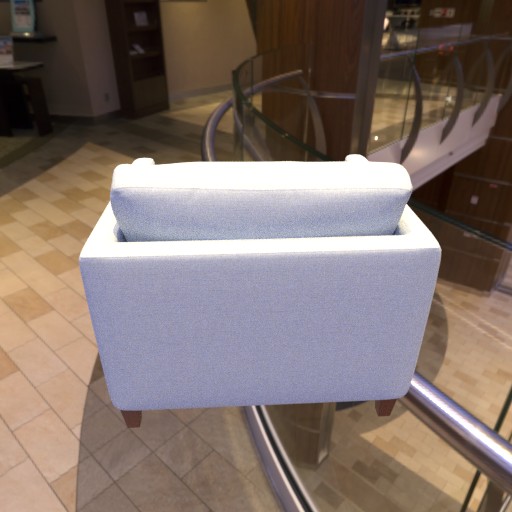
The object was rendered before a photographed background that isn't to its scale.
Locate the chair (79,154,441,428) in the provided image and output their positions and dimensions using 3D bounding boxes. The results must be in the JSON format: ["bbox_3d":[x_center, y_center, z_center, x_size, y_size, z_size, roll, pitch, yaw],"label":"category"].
[{"bbox_3d":[0.000,0.000,1.824,1.107,0.961,0.953,-2,30,-3],"label":"chair"}]
